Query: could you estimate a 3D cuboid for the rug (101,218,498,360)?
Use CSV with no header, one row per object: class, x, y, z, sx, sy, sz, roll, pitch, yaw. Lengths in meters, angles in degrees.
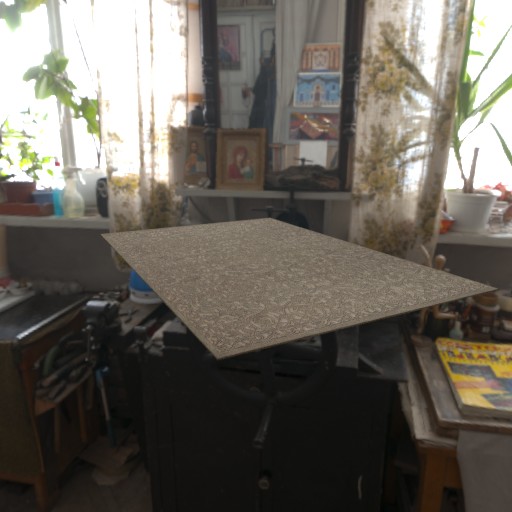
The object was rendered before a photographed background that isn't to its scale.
rug,0.000,0.000,2.271,1.221,0.006,1.827,-8,17,-27
